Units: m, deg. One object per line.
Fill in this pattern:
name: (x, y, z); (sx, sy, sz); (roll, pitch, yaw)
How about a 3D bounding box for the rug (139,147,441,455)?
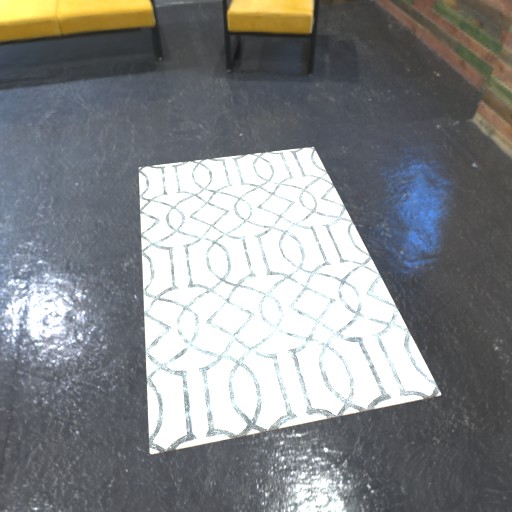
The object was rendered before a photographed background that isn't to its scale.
rug: (0.000, 0.000, 3.021); (1.521, 0.017, 2.365); (-8, 48, -8)
